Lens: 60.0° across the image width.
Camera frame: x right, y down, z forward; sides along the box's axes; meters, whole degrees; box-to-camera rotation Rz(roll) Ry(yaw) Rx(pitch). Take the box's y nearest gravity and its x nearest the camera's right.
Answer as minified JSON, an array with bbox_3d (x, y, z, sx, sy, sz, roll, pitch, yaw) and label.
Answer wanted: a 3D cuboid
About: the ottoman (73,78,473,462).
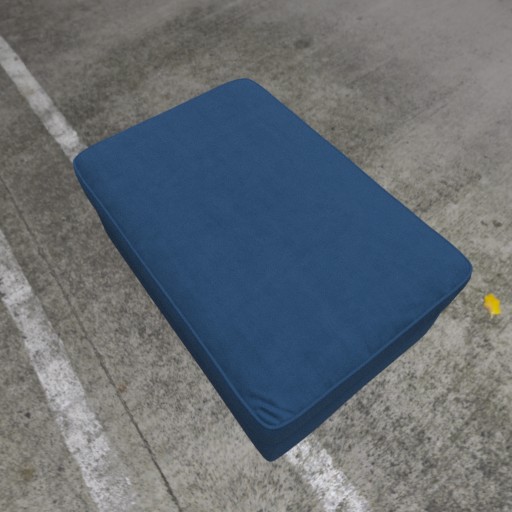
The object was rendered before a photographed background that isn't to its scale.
[{"bbox_3d":[0.000,0.000,1.203,0.583,0.484,0.862,-32,63,-19],"label":"ottoman"}]
